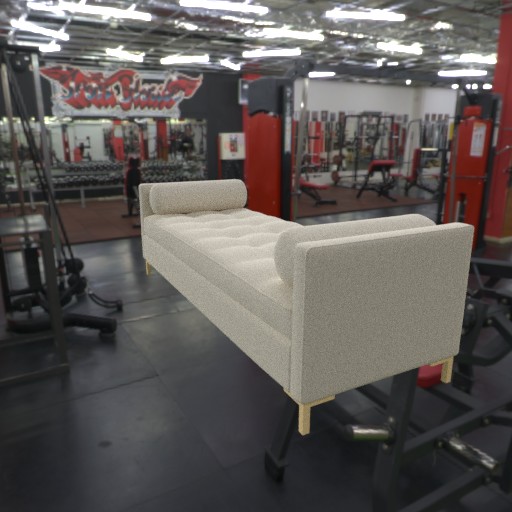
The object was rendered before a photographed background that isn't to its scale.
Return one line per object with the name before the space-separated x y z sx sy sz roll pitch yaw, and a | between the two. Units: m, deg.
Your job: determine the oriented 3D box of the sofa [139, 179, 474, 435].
sofa | 0.000 0.000 2.323 0.746 0.641 1.985 -8 17 -27
